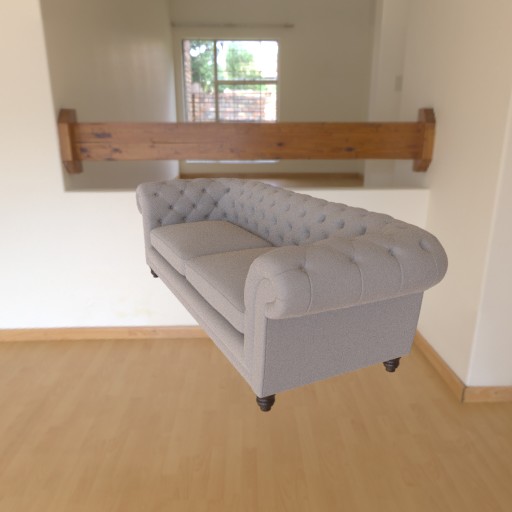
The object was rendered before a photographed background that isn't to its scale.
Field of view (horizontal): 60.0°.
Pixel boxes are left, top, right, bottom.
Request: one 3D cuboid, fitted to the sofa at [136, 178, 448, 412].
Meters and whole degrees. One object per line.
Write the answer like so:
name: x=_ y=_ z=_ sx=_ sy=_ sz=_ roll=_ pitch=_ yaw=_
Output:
sofa: x=0.000 y=0.000 z=2.784 sx=0.991 sy=0.749 sz=2.411 roll=-8 pitch=19 yaw=-25
